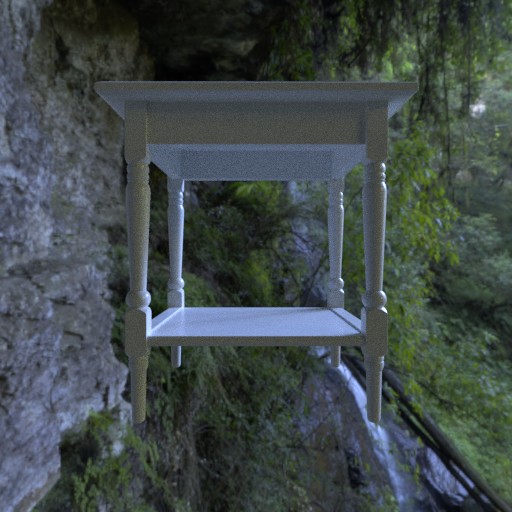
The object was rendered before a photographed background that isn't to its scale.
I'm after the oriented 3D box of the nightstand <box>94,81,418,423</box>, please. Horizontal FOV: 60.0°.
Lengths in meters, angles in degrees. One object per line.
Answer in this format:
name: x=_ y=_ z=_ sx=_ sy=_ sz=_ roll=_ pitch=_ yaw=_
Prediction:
nightstand: x=0.000 y=0.000 z=0.922 sx=0.505 sy=0.555 sz=0.459 roll=0 pitch=1 yaw=0
